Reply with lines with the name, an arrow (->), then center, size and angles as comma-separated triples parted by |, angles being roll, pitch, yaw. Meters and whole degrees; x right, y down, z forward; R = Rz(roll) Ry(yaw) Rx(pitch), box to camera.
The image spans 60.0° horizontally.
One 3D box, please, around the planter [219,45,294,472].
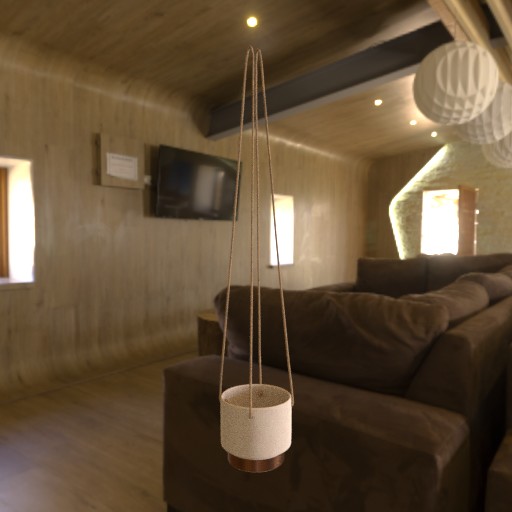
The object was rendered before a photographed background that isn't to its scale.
planter -> 0.000, 0.000, 0.907 | 0.146, 0.841, 0.146 | -1, 2, -37
